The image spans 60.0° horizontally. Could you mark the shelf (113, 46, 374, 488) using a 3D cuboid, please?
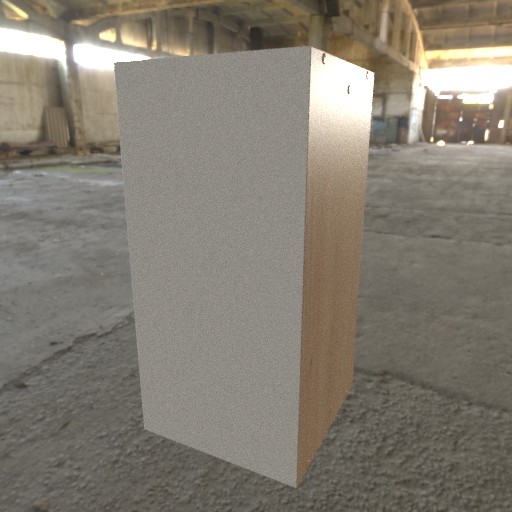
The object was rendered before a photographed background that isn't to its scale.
[{"bbox_3d":[0.000,0.000,0.755,0.290,0.594,0.297,8,19,26],"label":"shelf"}]
